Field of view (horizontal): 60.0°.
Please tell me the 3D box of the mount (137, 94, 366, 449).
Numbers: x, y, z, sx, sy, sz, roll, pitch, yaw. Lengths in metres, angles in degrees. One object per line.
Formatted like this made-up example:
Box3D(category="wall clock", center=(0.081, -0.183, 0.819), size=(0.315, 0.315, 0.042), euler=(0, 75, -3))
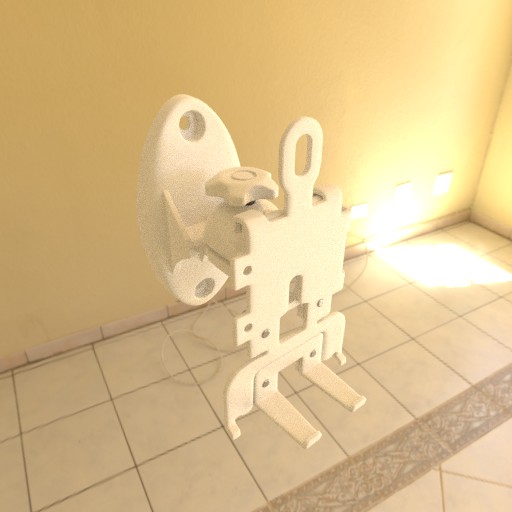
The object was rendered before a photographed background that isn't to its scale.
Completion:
Box3D(category="mount", center=(0.000, 0.000, 0.177), size=(0.066, 0.118, 0.100), euler=(-23, 38, -33))
